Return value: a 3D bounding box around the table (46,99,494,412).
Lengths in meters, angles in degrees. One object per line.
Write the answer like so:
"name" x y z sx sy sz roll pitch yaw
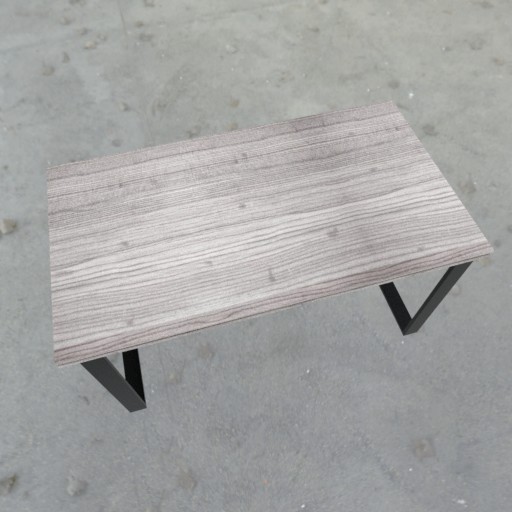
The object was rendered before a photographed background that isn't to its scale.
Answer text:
"table" 0.000 0.000 2.058 1.579 0.736 0.881 -13 59 -8
